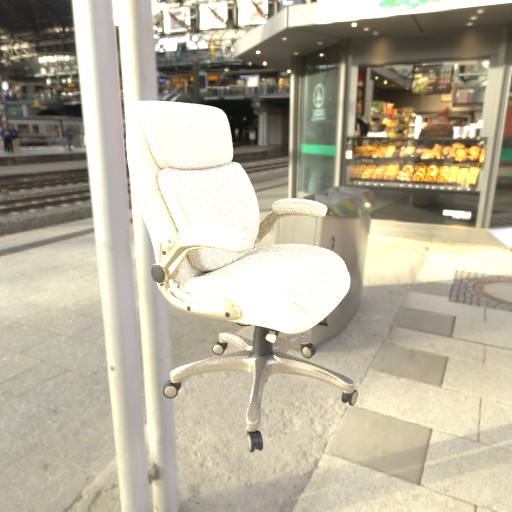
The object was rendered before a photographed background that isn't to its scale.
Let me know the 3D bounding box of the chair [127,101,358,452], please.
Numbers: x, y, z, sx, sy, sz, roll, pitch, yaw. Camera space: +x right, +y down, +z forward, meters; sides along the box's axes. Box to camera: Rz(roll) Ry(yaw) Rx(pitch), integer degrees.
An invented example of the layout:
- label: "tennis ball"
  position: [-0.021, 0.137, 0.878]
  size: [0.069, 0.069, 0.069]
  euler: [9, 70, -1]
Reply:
- label: "chair"
  position: [0.000, 0.000, 1.661]
  size: [0.794, 1.110, 0.740]
  euler: [7, 17, 25]
